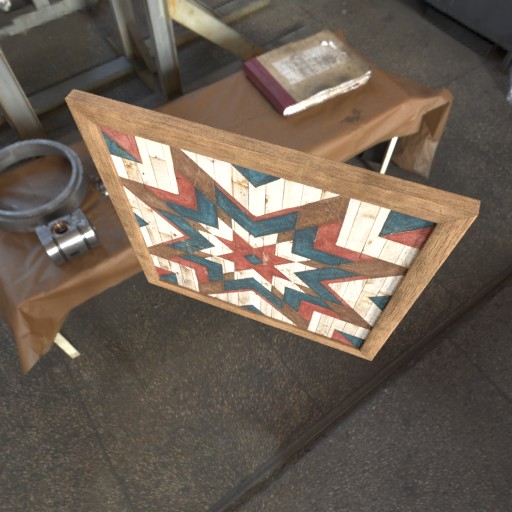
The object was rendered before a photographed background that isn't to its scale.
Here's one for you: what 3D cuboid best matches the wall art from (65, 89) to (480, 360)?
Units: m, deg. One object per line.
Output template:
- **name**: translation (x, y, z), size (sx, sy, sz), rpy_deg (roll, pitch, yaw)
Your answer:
- **wall art**: translation (0.000, 0.000, 1.005), size (0.695, 0.691, 0.029), rpy_deg (18, 61, 10)
